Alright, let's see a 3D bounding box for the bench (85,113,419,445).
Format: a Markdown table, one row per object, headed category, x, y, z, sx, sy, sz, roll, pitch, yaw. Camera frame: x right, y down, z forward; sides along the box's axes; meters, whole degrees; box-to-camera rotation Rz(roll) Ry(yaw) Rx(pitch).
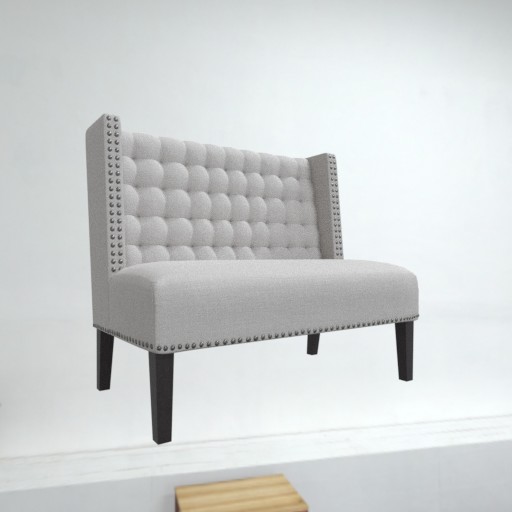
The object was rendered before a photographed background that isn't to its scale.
| category | x | y | z | sx | sy | sz | roll | pitch | yaw |
| --- | --- | --- | --- | --- | --- | --- | --- | --- | --- |
| bench | 0.000 | 0.000 | 1.966 | 1.280 | 1.123 | 0.847 | 0 | 0 | -34 |
